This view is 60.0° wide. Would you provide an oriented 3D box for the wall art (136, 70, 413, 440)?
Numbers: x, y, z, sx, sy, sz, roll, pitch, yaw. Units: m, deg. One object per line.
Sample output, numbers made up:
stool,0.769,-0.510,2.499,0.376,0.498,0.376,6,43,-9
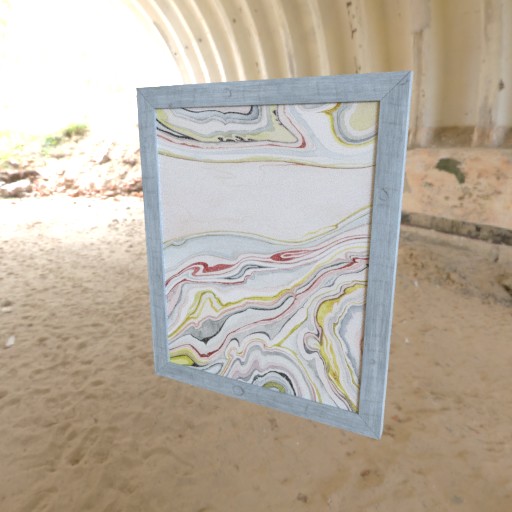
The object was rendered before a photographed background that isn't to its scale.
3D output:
wall art,0.000,0.000,0.787,0.479,0.582,0.022,8,17,26
